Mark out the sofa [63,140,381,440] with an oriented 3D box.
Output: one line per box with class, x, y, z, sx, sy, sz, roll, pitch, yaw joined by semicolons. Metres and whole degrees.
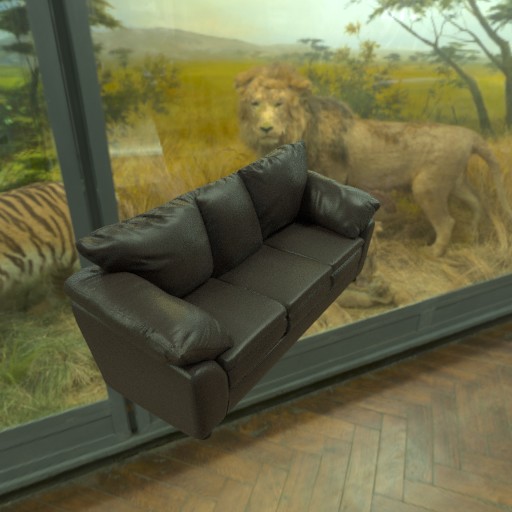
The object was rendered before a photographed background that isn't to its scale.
sofa;0.000;0.000;2.972;0.907;1.091;2.390;17;32;30
